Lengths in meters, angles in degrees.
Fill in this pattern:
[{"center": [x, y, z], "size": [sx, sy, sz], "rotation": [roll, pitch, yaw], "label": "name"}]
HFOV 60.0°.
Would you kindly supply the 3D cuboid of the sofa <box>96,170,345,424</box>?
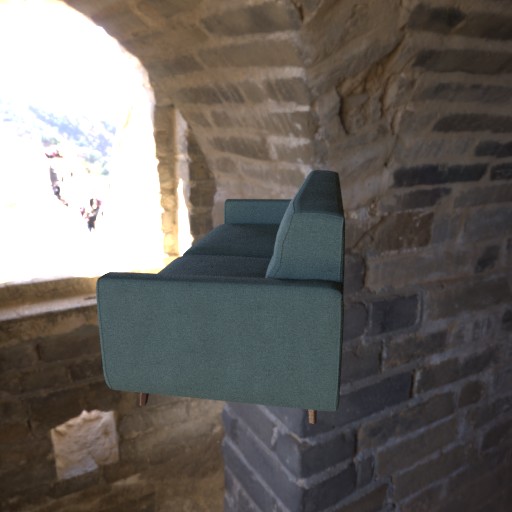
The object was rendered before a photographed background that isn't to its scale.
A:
[{"center": [0.000, 0.000, 2.468], "size": [0.909, 0.841, 2.029], "rotation": [3, 15, 9], "label": "sofa"}]
